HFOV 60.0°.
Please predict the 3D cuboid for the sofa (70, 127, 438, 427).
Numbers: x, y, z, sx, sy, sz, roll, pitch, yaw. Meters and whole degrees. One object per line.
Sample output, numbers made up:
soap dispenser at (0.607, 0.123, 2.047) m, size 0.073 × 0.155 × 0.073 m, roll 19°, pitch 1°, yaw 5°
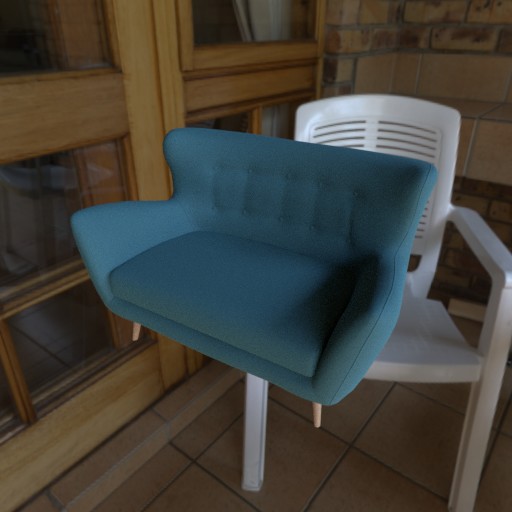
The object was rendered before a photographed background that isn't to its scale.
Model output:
sofa at (0.000, 0.000, 1.965) m, size 1.397 × 0.889 × 0.889 m, roll 16°, pitch 32°, yaw 28°
